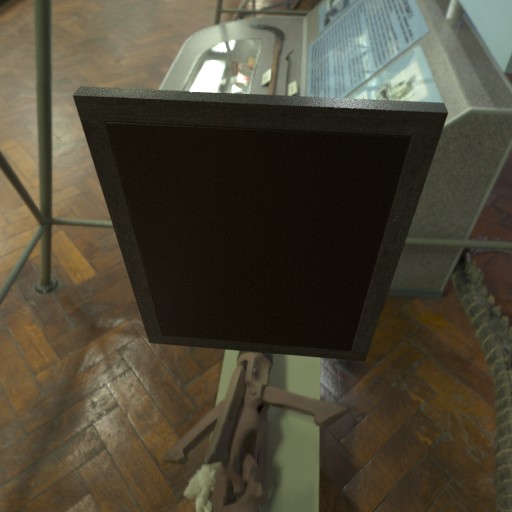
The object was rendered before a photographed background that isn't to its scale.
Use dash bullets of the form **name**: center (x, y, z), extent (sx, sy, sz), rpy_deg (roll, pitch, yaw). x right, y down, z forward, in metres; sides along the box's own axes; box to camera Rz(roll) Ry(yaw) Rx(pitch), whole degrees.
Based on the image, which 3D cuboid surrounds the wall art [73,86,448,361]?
- **wall art**: center (0.000, 0.000, 0.779), extent (0.479, 0.580, 0.027), rpy_deg (4, 46, 4)
